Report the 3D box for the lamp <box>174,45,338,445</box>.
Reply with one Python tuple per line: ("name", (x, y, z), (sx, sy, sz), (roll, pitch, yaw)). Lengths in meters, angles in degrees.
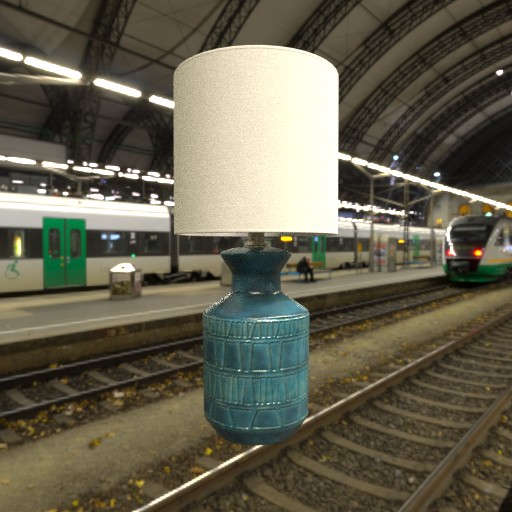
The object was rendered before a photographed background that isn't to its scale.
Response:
("lamp", (0.000, 0.000, 0.582), (0.211, 0.455, 0.211), (0, 1, 19))
